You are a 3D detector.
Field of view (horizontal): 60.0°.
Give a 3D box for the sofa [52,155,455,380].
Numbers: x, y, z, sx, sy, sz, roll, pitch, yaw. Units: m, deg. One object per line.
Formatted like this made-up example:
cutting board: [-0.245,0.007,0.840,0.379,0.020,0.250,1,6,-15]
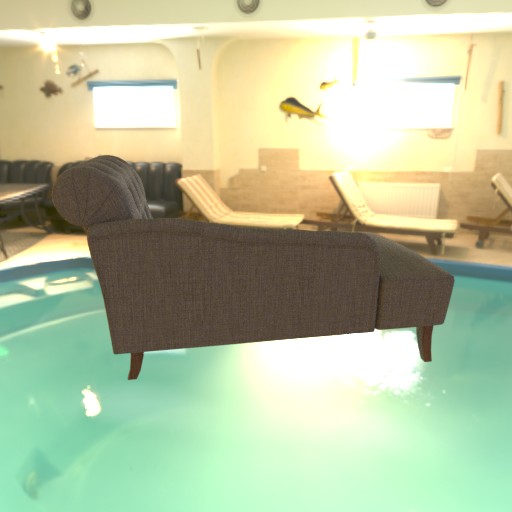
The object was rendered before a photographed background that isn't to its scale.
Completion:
sofa: [0.000,0.000,1.810,1.379,0.787,0.675,-3,17,-10]
